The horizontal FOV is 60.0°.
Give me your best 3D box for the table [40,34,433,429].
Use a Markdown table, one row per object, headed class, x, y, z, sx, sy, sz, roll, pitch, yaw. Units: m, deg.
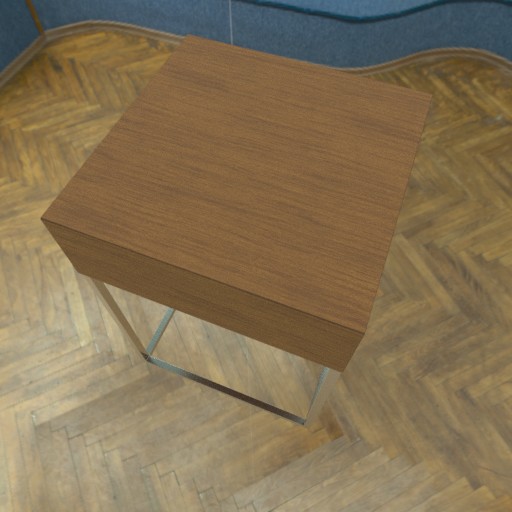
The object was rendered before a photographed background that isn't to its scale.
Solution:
| class | x | y | z | sx | sy | sz | roll | pitch | yaw |
| --- | --- | --- | --- | --- | --- | --- | --- | --- | --- |
| table | 0.000 | 0.000 | 0.817 | 0.397 | 0.540 | 0.398 | 19 | 61 | 11 |
